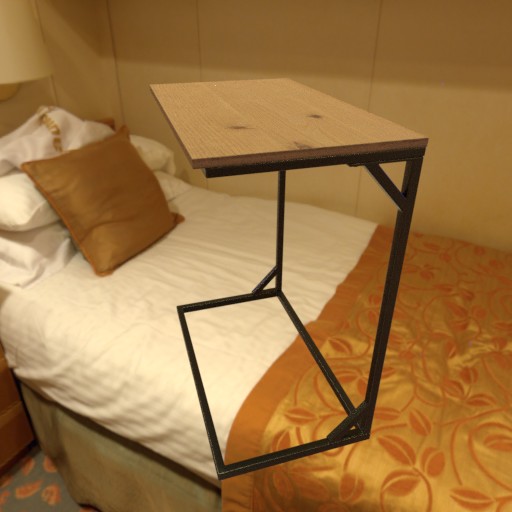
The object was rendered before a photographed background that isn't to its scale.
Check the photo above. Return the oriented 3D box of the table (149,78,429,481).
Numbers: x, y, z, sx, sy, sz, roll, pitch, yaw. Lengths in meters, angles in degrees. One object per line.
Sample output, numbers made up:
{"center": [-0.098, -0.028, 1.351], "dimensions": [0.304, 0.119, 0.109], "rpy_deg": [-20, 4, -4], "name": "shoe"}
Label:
{"center": [0.000, 0.000, 1.023], "dimensions": [0.351, 0.673, 0.597], "rpy_deg": [-9, 31, -15], "name": "table"}
